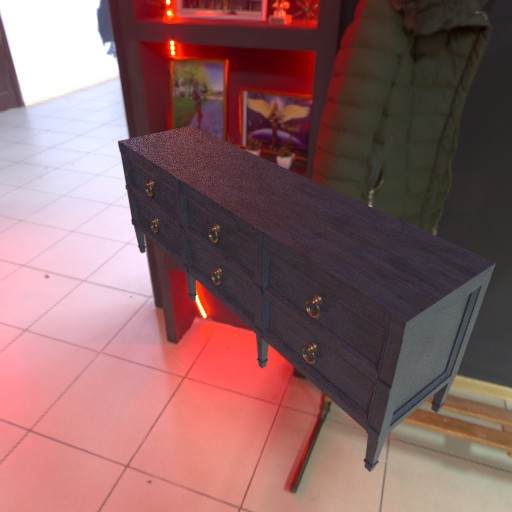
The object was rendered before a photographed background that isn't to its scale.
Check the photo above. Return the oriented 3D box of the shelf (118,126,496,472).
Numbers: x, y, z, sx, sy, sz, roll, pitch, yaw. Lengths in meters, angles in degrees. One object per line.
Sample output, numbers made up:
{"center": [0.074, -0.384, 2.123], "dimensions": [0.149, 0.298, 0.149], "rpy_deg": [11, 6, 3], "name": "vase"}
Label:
{"center": [0.000, 0.000, 2.103], "dimensions": [0.471, 0.715, 1.878], "rpy_deg": [-23, 39, -31], "name": "shelf"}
